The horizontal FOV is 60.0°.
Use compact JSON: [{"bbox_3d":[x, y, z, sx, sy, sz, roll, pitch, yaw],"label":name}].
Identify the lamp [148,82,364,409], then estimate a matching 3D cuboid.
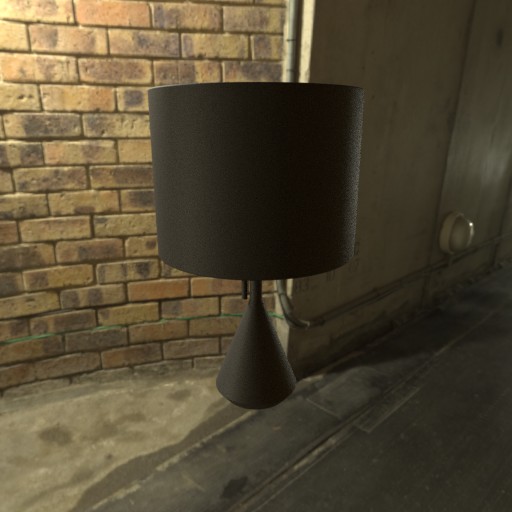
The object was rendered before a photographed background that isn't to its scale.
[{"bbox_3d":[0.000,0.000,0.836,0.359,0.584,0.359,2,17,7],"label":"lamp"}]
